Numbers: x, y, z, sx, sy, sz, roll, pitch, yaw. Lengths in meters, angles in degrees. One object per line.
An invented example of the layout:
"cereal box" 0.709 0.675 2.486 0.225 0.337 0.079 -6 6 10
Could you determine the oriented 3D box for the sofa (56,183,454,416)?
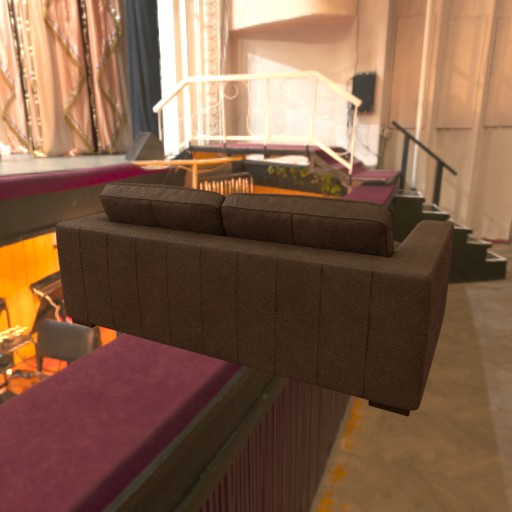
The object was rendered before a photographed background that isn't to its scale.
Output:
"sofa" 0.000 0.000 2.434 1.920 0.800 1.070 8 18 27
